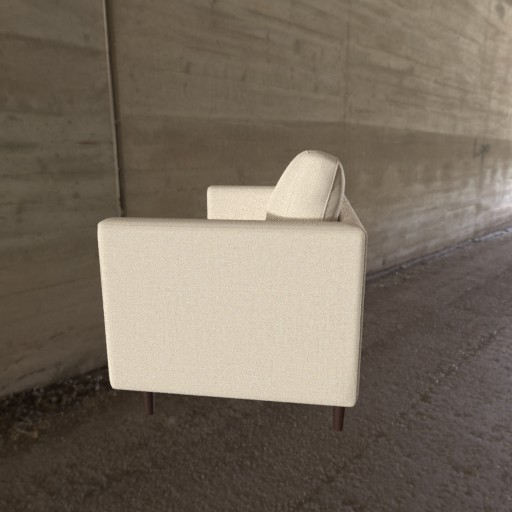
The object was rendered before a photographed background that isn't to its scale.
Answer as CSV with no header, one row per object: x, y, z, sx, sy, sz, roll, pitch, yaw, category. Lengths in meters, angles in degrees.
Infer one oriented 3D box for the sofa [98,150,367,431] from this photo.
0.000,0.000,1.954,0.796,0.908,1.430,2,13,8,sofa
